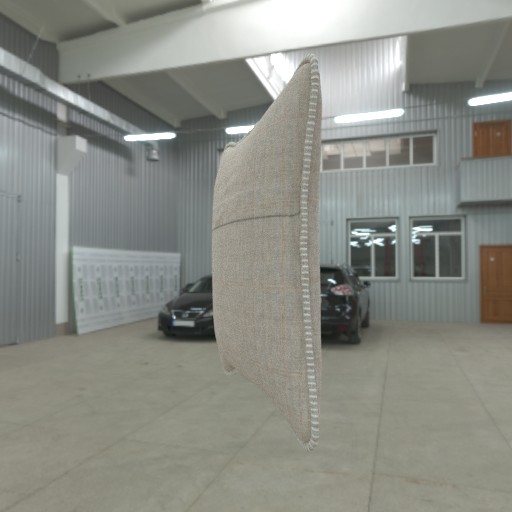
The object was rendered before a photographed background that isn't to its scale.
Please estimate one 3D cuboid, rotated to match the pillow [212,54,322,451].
[{"bbox_3d":[0.000,0.000,0.757,0.124,0.494,0.485,1,-2,-17],"label":"pillow"}]
